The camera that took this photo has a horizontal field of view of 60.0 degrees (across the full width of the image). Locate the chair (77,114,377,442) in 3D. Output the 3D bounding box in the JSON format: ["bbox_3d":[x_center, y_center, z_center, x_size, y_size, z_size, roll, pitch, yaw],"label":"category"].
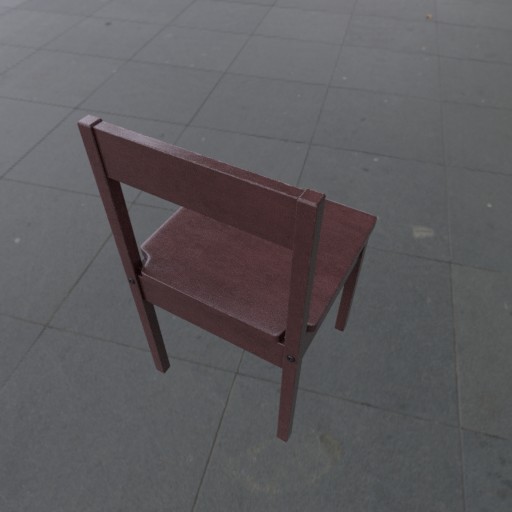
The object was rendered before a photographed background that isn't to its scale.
[{"bbox_3d":[0.000,0.000,0.886,0.367,0.668,0.361,22,50,20],"label":"chair"}]
